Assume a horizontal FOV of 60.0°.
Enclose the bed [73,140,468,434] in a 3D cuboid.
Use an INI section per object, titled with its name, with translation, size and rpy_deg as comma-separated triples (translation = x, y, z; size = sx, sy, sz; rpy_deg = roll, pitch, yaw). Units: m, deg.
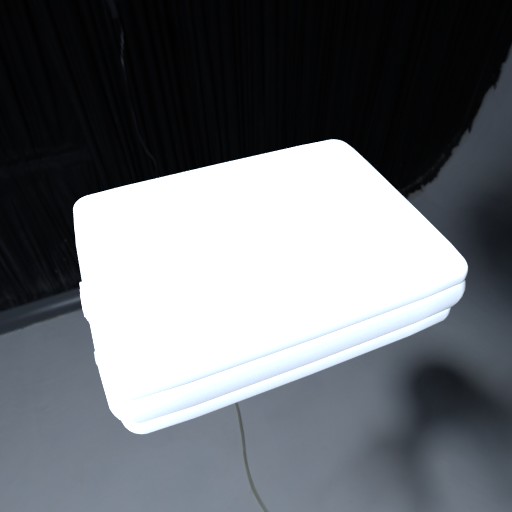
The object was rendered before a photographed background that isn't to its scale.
[bed]
translation = 0.000, 0.000, 2.690
size = 2.036, 0.460, 1.520
rpy_deg = -16, 48, -15
